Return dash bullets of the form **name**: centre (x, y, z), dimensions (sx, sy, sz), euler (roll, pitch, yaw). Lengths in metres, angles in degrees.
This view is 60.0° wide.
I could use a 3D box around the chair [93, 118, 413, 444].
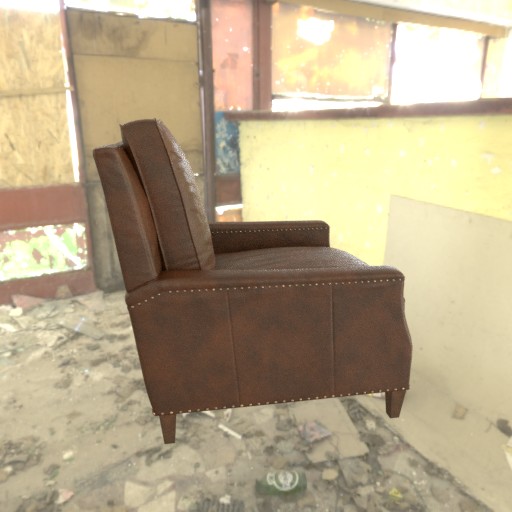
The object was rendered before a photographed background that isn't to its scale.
- **chair**: centre (0.000, 0.000, 1.785), dimensions (1.035, 1.054, 0.854), euler (-3, 17, -9)
